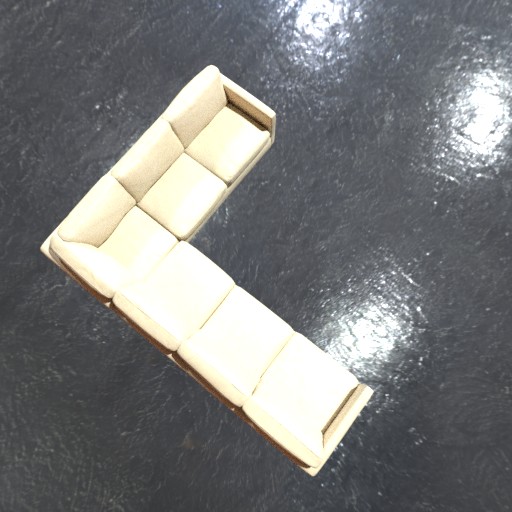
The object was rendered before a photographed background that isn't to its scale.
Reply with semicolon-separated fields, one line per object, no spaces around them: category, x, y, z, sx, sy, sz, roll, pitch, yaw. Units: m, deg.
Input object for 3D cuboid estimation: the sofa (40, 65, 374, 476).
sofa;0.000;0.000;4.452;3.302;0.947;2.593;37;80;8
